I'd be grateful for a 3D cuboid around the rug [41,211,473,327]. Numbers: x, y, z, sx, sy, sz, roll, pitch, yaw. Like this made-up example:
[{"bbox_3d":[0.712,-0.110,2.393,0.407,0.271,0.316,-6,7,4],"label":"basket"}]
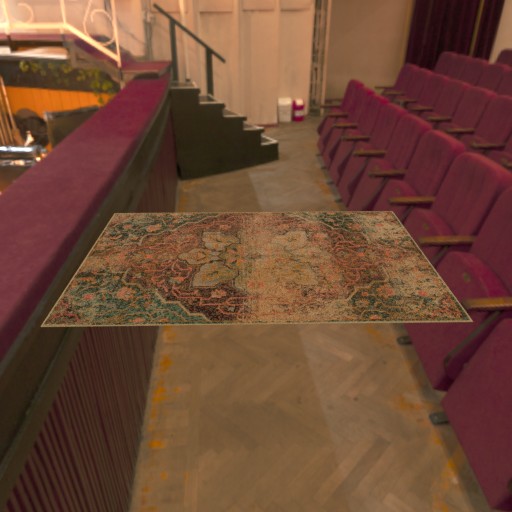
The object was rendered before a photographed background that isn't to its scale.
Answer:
[{"bbox_3d":[0.000,0.000,3.059,2.363,0.004,1.566,0,29,0],"label":"rug"}]
